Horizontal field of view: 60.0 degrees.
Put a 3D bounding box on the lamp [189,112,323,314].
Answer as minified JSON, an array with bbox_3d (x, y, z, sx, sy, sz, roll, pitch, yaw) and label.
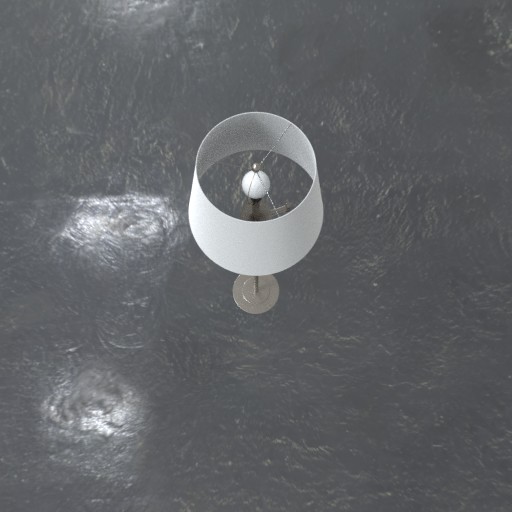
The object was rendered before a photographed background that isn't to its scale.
[{"bbox_3d":[0.000,0.000,1.632,0.355,1.473,0.355,0,75,0],"label":"lamp"}]
